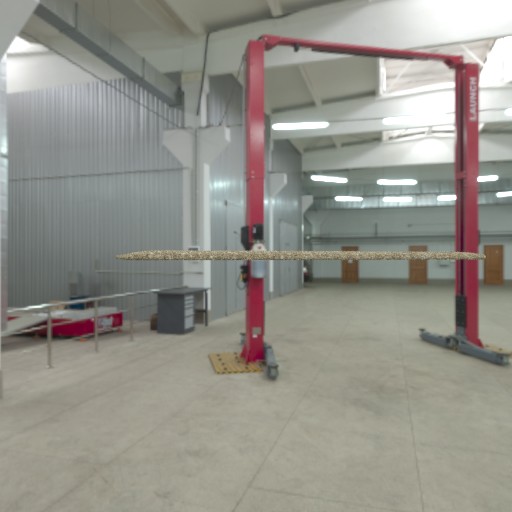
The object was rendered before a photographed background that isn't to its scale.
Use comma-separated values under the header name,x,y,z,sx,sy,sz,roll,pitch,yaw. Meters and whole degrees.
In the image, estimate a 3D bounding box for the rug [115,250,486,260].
name,x,y,z,sx,sy,sz,roll,pitch,yaw
rug,0.000,0.000,3.779,2.242,0.050,2.873,0,0,-19
